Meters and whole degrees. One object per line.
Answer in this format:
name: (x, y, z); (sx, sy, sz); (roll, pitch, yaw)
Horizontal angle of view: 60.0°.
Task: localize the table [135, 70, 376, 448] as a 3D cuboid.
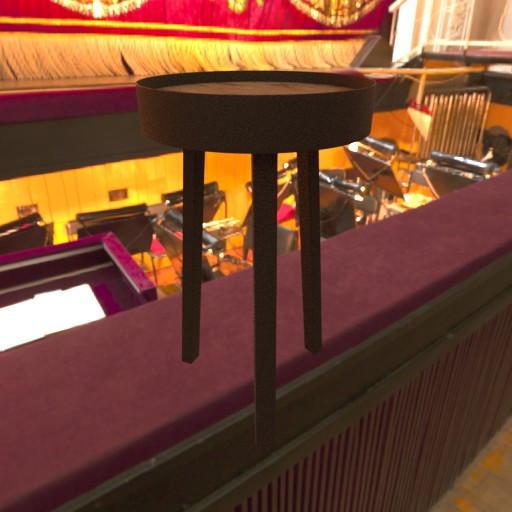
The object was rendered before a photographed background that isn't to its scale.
table: (0.000, 0.000, 0.924); (0.406, 0.686, 0.406); (-18, 32, -31)
